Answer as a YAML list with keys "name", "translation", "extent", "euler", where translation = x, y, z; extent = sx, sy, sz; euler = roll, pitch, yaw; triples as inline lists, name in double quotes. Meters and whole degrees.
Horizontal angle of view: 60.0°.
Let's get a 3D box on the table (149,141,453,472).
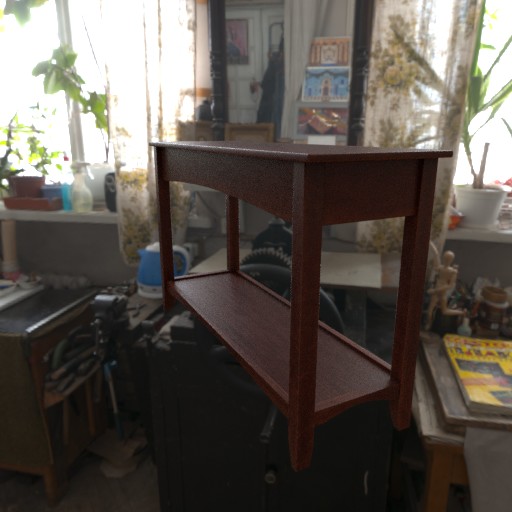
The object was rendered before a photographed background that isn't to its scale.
- name: "table"
  translation: [0.000, 0.000, 1.517]
  extent: [0.392, 0.739, 1.188]
  euler: [-8, 17, -26]
